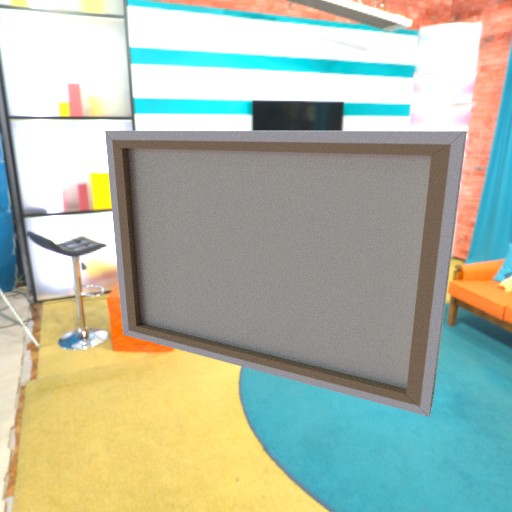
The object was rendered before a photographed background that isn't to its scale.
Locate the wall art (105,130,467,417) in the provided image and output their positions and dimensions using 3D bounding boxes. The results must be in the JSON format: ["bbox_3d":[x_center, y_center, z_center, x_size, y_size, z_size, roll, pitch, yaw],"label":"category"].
[{"bbox_3d":[0.000,0.000,0.761,0.608,0.414,0.042,8,18,26],"label":"wall art"}]
